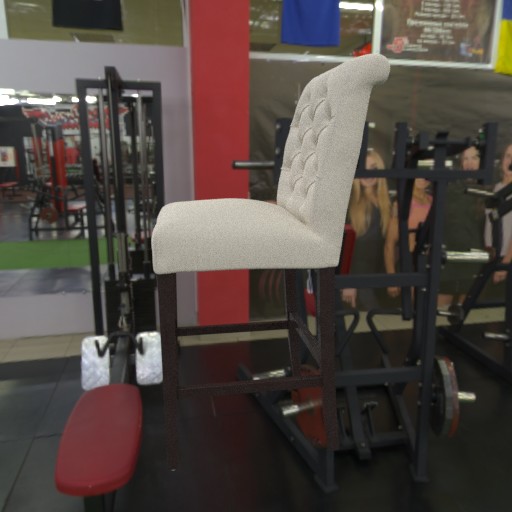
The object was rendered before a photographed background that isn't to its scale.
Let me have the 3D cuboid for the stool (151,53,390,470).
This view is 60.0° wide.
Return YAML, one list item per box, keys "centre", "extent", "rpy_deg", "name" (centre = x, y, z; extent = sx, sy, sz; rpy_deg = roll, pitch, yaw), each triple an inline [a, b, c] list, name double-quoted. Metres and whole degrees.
- centre: [0.000, 0.000, 1.383]
  extent: [0.610, 1.118, 0.482]
  rpy_deg: [-2, 14, -9]
  name: "stool"
